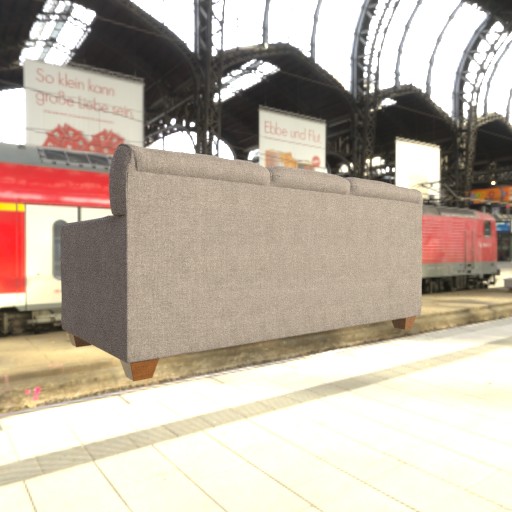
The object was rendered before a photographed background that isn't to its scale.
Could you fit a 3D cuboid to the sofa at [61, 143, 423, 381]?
[{"bbox_3d":[0.000,0.000,2.661,2.024,0.958,0.997,-1,1,-38],"label":"sofa"}]
